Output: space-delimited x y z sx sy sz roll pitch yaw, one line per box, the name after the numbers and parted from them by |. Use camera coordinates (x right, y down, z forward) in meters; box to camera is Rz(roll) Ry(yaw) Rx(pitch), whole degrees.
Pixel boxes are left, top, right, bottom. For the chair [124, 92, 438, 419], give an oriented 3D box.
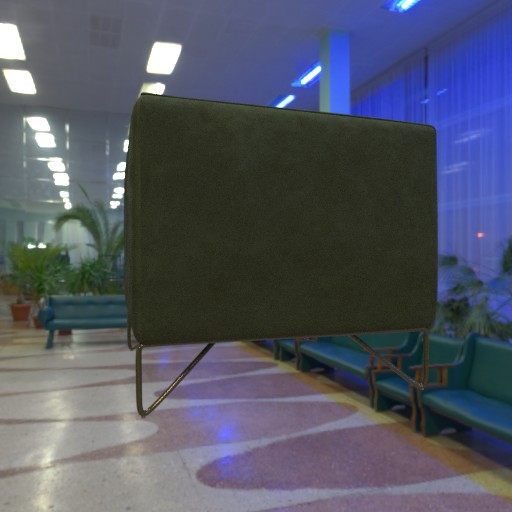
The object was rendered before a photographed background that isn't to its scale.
0.000 0.000 1.585 0.894 0.790 0.880 0 0 -18 | chair
